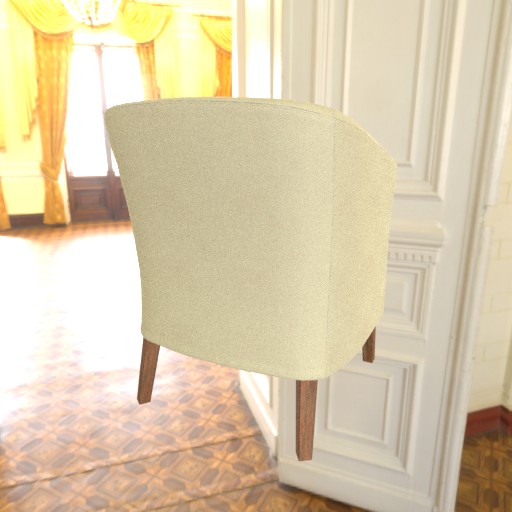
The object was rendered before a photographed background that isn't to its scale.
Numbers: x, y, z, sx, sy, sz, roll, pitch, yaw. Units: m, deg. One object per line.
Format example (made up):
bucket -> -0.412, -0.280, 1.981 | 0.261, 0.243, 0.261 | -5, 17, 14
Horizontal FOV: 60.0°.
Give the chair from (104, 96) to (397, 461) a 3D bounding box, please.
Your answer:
chair -> 0.000, 0.000, 1.263 | 0.643, 0.822, 0.657 | 8, 18, 26
